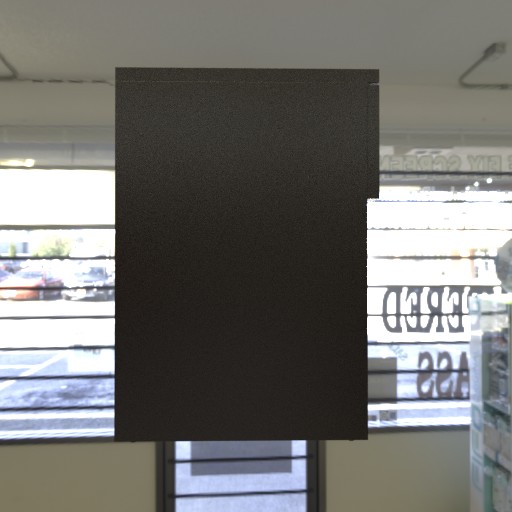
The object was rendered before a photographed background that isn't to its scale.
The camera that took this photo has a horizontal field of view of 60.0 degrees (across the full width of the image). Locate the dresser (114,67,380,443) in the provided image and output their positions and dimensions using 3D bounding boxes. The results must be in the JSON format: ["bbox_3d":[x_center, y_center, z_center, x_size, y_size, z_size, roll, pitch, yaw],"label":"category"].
[{"bbox_3d":[0.000,0.000,0.756,0.360,0.470,0.400,0,-1,-1],"label":"dresser"}]
